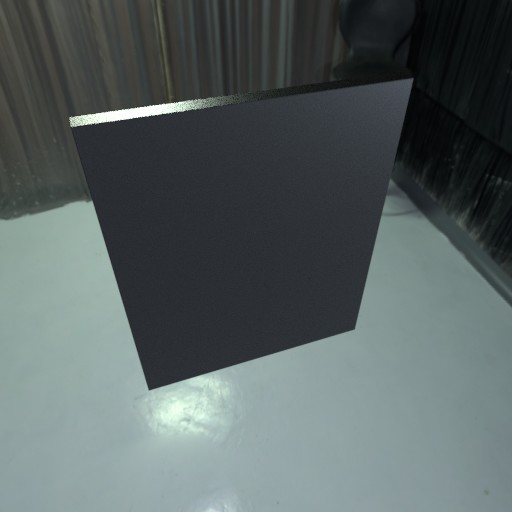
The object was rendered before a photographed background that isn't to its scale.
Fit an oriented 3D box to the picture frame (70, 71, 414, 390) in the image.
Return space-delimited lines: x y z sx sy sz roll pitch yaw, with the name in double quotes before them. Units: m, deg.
"picture frame" 0.000 0.000 0.760 0.460 0.556 0.028 -13 43 -14
